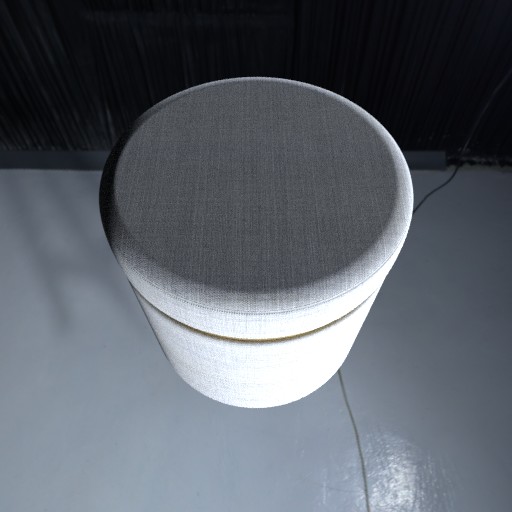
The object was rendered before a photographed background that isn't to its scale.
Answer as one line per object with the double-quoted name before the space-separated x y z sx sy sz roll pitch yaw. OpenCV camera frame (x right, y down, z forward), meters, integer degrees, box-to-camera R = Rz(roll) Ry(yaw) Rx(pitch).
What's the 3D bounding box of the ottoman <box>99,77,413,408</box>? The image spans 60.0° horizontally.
"ottoman" 0.000 0.000 0.727 0.400 0.406 0.400 0 57 0
